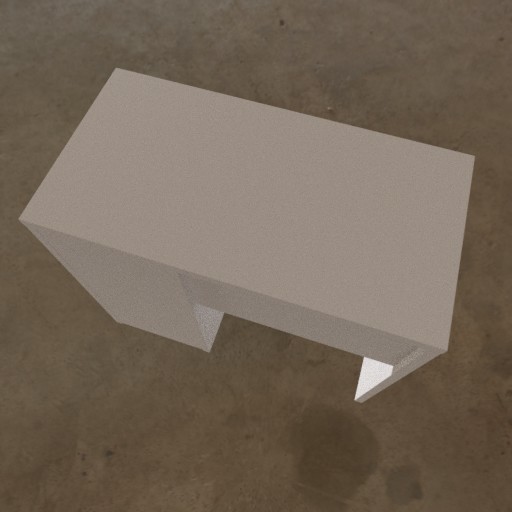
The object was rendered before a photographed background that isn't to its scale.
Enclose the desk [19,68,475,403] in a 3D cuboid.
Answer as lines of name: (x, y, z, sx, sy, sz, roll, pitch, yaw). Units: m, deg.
desk: (0.000, 0.000, 1.302, 0.898, 0.730, 0.482, 16, 66, 8)
